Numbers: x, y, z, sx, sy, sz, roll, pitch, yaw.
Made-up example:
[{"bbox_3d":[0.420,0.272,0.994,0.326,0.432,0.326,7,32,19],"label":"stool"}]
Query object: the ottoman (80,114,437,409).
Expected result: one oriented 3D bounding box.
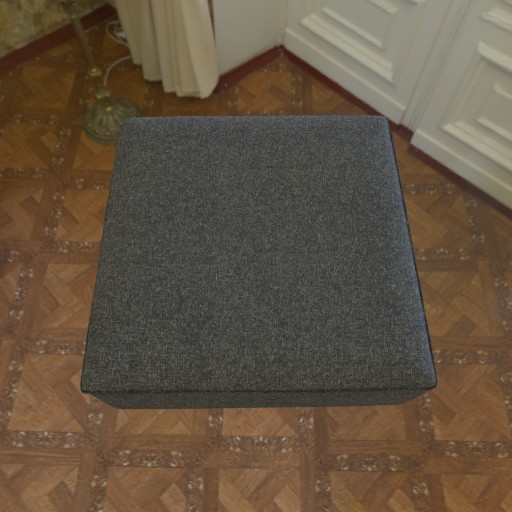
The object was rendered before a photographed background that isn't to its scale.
[{"bbox_3d":[0.000,0.000,1.592,1.021,0.423,1.017,0,64,0],"label":"ottoman"}]
